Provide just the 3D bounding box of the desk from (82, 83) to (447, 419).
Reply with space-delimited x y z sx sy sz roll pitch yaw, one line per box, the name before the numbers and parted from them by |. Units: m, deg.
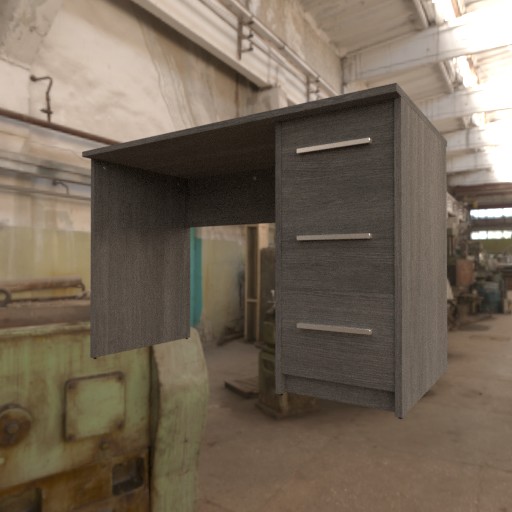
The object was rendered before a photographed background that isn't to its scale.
desk | 0.000 0.000 1.485 1.097 0.735 0.560 0 -1 34
